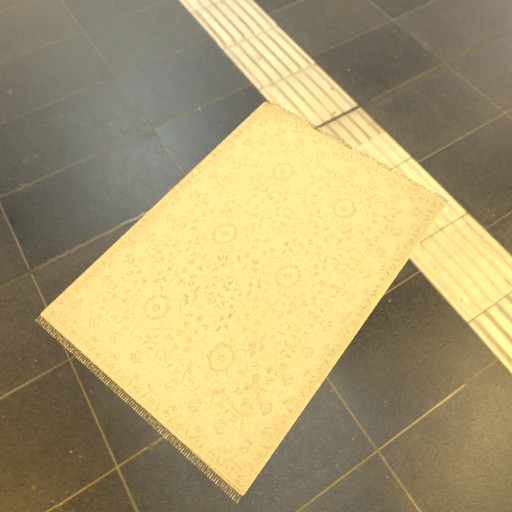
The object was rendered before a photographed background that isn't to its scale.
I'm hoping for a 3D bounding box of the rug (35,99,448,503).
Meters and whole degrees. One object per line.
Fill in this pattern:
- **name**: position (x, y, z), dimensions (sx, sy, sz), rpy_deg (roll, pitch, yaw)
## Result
- **rug**: position (0.000, 0.000, 2.755), dimensions (1.514, 0.011, 2.233), rpy_deg (35, 68, 16)
